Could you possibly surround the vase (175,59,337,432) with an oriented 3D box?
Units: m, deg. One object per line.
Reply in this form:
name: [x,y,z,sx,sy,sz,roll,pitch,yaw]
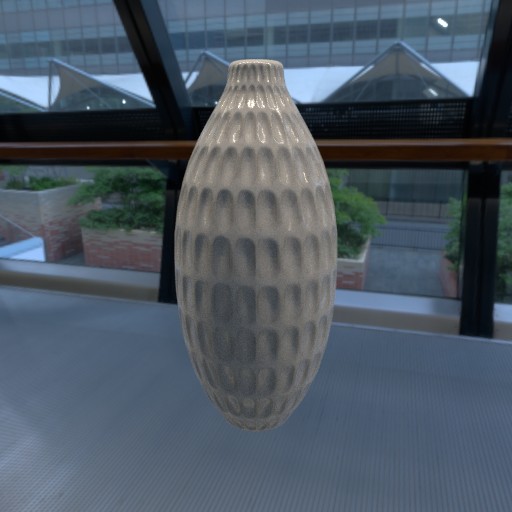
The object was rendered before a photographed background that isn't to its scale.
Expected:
vase: [0.000,0.000,0.350,0.127,0.282,0.127,0,16,0]
